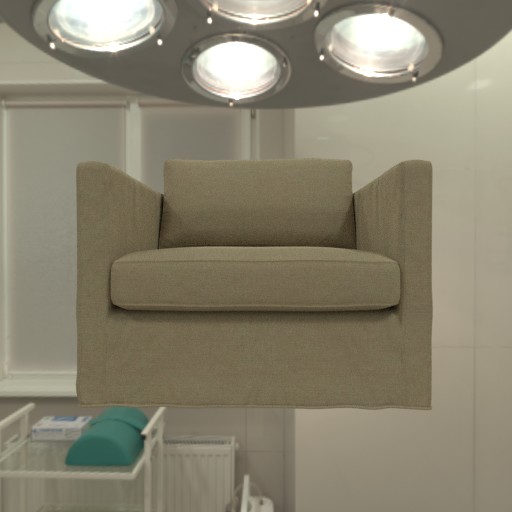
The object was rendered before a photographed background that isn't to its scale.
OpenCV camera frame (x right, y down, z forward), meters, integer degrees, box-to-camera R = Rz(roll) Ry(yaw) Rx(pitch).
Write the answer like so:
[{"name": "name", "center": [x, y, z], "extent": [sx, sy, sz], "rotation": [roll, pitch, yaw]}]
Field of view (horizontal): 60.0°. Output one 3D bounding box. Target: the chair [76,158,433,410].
[{"name": "chair", "center": [0.000, 0.000, 1.716], "extent": [1.057, 0.863, 0.949], "rotation": [0, 1, 1]}]
